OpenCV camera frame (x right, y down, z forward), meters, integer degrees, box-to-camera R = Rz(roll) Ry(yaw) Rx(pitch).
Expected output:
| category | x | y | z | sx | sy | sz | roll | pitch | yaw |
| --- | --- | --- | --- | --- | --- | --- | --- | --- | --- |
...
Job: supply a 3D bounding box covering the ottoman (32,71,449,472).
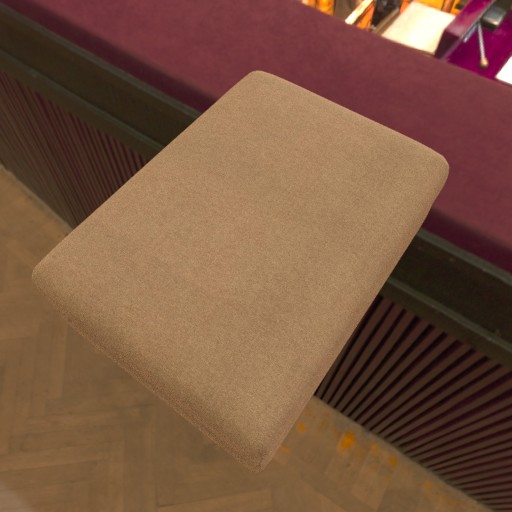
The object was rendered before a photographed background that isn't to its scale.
| category | x | y | z | sx | sy | sz | roll | pitch | yaw |
| --- | --- | --- | --- | --- | --- | --- | --- | --- | --- |
| ottoman | 0.000 | 0.000 | 1.150 | 0.610 | 0.478 | 0.823 | 32 | 65 | 17 |
